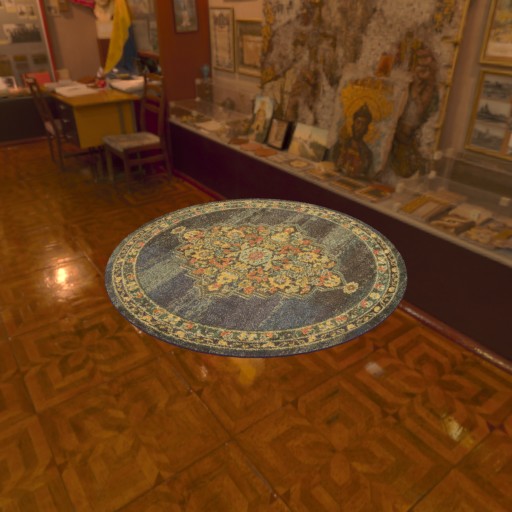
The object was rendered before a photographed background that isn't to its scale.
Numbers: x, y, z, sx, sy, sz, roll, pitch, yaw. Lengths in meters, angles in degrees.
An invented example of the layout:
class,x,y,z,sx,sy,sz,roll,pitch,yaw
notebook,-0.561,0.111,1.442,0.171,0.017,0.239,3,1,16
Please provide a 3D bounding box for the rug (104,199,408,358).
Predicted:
class,x,y,z,sx,sy,sz,roll,pitch,yaw
rug,0.000,0.000,2.427,1.591,0.010,1.591,0,30,0
